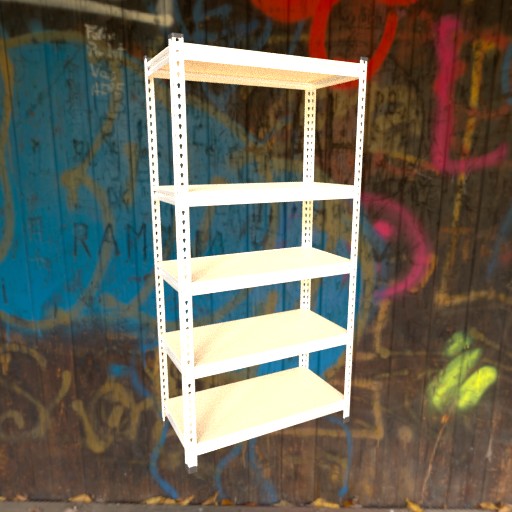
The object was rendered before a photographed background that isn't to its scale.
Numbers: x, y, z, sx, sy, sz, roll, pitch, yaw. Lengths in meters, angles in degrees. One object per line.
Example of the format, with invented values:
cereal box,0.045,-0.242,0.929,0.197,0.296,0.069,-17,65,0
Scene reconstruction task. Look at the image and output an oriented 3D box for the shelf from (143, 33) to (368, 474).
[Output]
shelf,0.000,0.000,2.193,0.914,1.829,0.457,-6,14,-26
